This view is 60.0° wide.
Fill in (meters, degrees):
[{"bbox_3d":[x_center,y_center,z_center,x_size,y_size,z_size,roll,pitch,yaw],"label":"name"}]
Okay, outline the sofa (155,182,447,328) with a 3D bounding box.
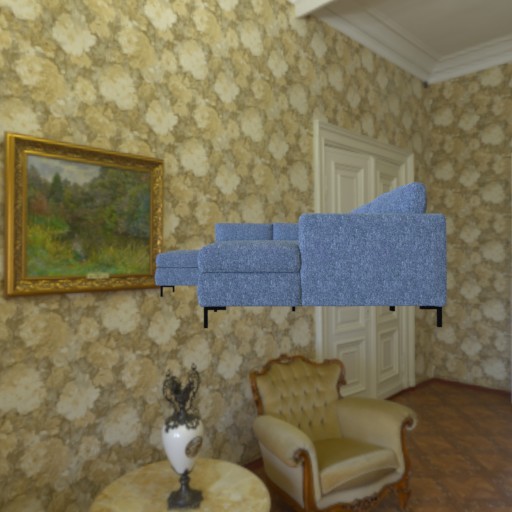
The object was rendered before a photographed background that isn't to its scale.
[{"bbox_3d":[0.000,0.000,3.535,1.879,0.756,2.737,0,-1,-1],"label":"sofa"}]
